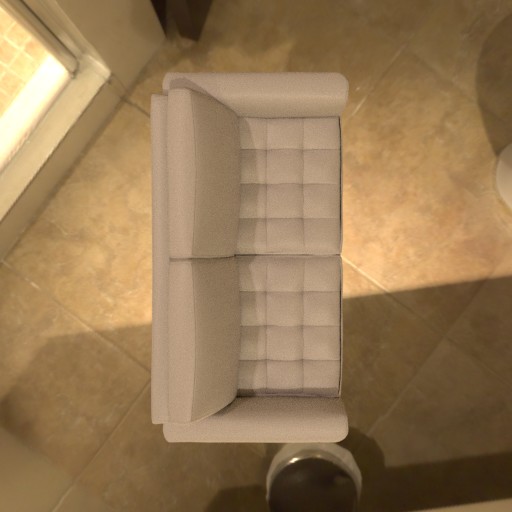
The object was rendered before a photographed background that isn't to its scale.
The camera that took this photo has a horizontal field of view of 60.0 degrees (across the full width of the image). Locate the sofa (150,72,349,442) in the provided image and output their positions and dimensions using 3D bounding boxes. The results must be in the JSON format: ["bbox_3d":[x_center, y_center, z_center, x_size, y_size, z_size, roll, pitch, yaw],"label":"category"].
[{"bbox_3d":[0.000,0.000,2.698,1.121,0.930,2.177,0,90,1],"label":"sofa"}]
